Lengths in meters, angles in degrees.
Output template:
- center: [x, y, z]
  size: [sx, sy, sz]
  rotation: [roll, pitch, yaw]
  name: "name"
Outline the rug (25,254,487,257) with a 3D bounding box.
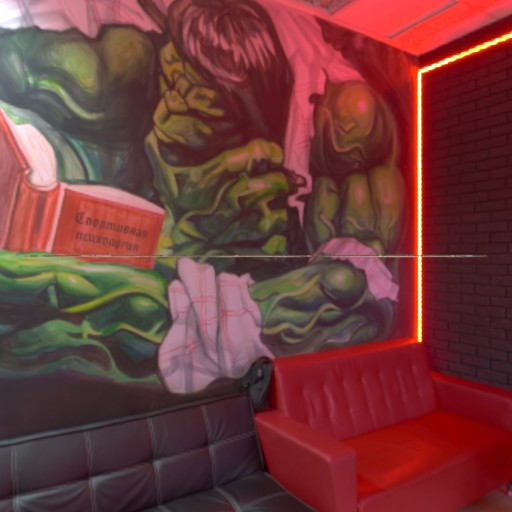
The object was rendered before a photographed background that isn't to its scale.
- center: [0.000, 0.000, 2.223]
  size: [1.748, 0.010, 1.142]
  rotation: [0, 0, -1]
  name: "rug"
